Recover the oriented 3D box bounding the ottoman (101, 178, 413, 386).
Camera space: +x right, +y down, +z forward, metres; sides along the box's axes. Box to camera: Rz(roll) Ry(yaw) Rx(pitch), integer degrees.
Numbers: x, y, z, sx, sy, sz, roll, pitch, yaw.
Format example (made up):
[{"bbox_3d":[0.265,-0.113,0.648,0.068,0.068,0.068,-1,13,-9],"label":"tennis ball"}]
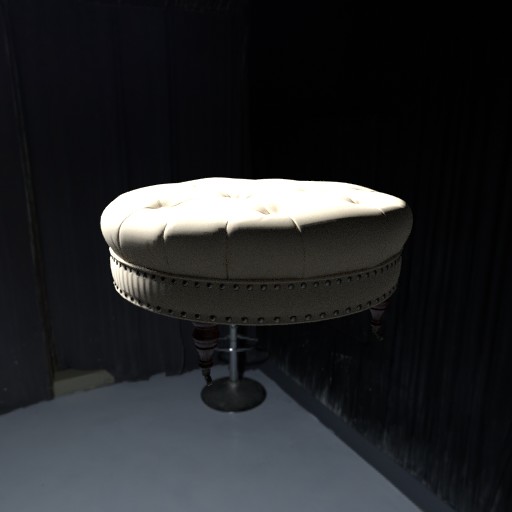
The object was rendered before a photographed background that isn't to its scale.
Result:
[{"bbox_3d":[0.000,0.000,1.369,0.901,0.439,0.901,0,15,0],"label":"ottoman"}]
